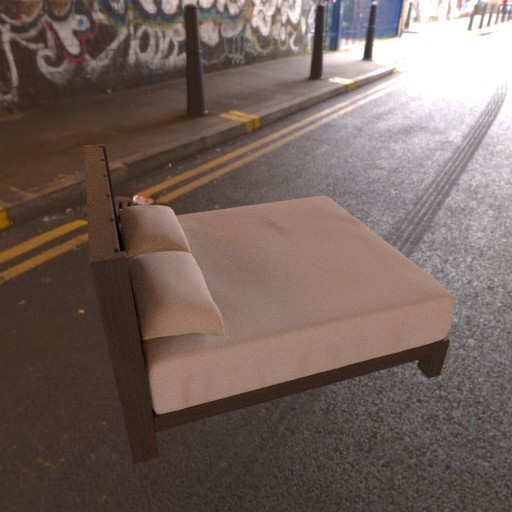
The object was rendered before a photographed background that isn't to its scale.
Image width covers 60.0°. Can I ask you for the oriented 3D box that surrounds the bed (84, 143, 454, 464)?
[{"bbox_3d":[0.000,0.000,3.053,1.992,1.261,1.735,-10,31,-17],"label":"bed"}]
